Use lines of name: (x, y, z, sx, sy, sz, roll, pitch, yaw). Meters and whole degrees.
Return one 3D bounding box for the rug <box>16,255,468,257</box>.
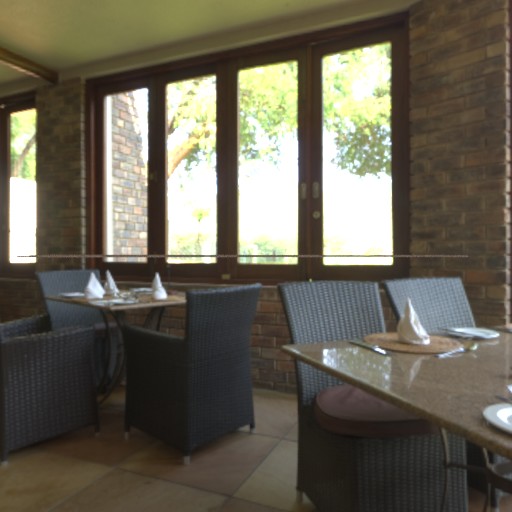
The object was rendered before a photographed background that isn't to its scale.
rug: (0.000, 0.000, 2.656, 2.430, 0.012, 0.767, 0, 0, -17)
